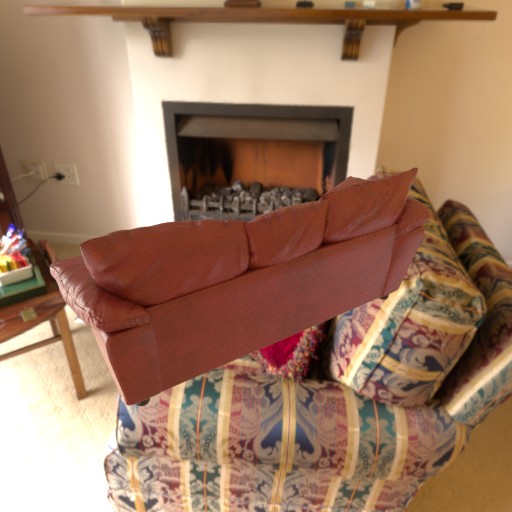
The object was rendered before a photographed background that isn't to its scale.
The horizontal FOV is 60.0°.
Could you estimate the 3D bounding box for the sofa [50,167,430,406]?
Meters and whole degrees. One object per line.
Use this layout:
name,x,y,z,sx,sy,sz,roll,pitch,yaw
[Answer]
sofa,0.000,0.000,2.911,2.390,1.091,0.907,-18,35,-27
